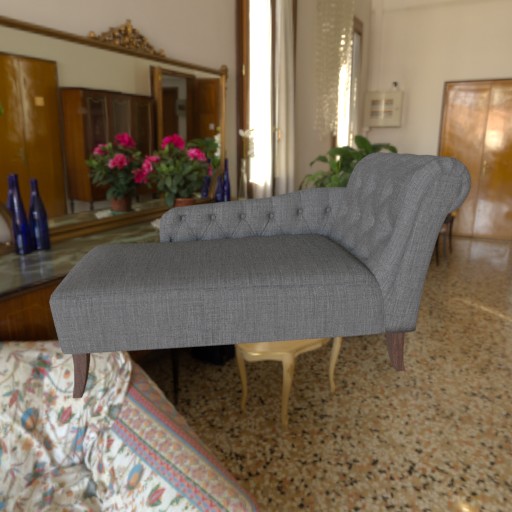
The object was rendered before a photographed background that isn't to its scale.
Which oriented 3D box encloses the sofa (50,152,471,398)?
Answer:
[{"bbox_3d":[0.000,0.000,1.755,1.379,0.787,0.675,-2,15,-8],"label":"sofa"}]
